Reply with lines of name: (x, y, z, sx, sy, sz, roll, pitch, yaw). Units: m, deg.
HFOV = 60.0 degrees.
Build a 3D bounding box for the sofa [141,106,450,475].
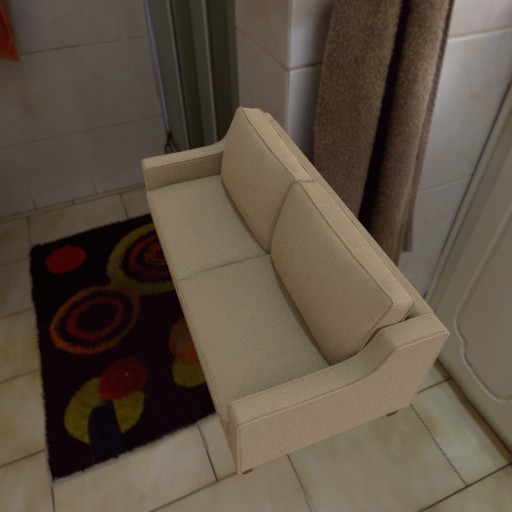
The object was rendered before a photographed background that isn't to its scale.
sofa: (0.000, 0.000, 2.832, 1.066, 1.071, 2.178, -15, 47, -14)
